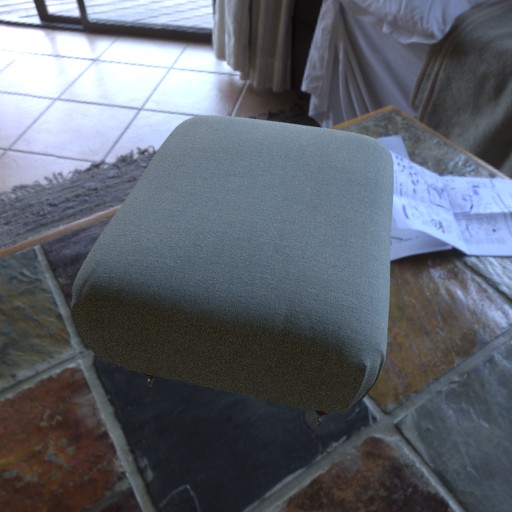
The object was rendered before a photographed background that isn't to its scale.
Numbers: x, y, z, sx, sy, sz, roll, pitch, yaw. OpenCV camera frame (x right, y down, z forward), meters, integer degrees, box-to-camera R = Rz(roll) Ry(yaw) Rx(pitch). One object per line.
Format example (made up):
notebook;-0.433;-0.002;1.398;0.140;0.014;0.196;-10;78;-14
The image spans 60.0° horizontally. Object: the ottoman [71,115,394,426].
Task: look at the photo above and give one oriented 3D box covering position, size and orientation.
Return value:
ottoman;0.000;0.000;1.133;0.622;0.450;0.747;10;48;9
